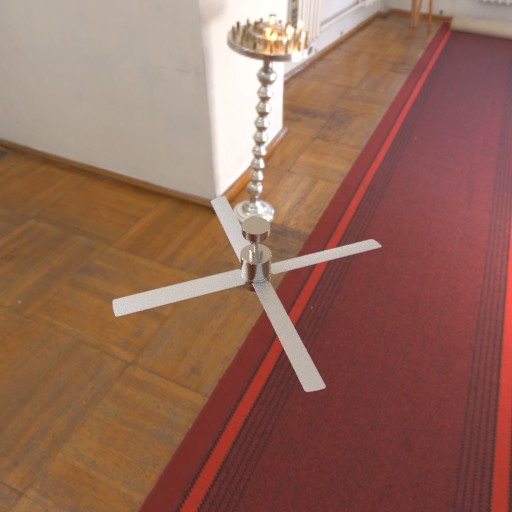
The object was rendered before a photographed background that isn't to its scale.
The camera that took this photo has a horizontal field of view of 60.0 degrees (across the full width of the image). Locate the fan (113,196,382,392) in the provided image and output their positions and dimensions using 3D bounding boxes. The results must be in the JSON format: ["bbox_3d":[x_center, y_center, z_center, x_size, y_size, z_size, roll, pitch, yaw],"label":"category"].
[{"bbox_3d":[0.000,0.000,2.026,1.322,0.355,1.322,-13,44,-15],"label":"fan"}]
